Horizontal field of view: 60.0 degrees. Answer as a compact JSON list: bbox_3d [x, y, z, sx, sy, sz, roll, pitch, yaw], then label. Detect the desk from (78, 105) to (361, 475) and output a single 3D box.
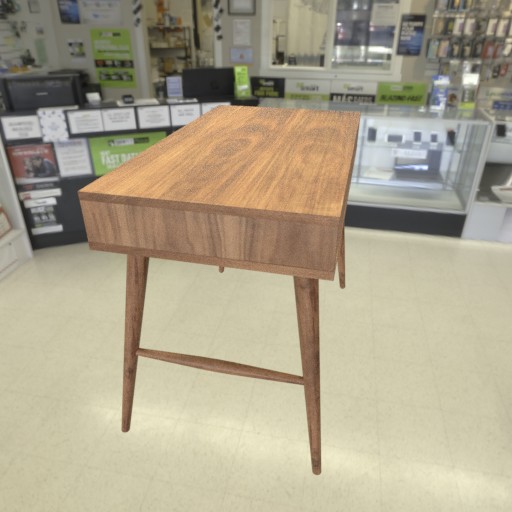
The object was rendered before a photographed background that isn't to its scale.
[{"bbox_3d":[0.000,0.000,1.455,0.588,0.758,0.949,7,30,12],"label":"desk"}]
